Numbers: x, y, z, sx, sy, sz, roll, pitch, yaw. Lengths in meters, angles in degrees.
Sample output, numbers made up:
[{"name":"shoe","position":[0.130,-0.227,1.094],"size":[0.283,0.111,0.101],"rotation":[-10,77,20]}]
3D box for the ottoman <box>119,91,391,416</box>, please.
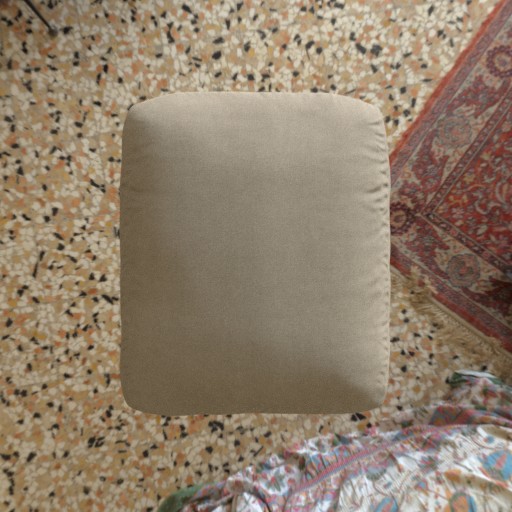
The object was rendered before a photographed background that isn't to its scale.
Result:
[{"name":"ottoman","position":[0.000,0.000,1.073],"size":[0.584,0.480,0.712],"rotation":[0,90,0]}]
